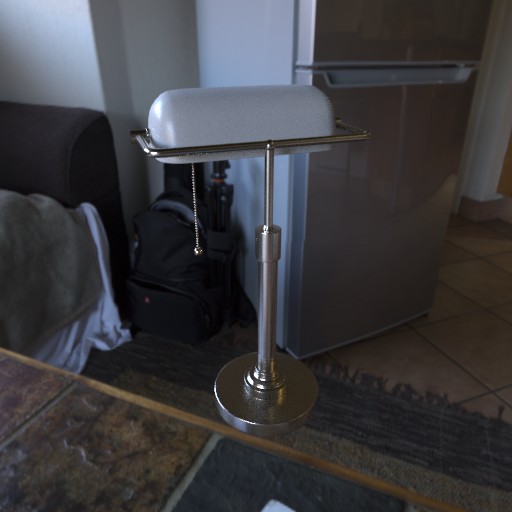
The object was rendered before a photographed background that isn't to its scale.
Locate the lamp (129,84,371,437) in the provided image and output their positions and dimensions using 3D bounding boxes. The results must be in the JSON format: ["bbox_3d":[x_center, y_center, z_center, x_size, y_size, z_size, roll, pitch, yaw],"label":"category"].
[{"bbox_3d":[0.000,0.000,0.572,0.269,0.404,0.227,-9,28,-18],"label":"lamp"}]
